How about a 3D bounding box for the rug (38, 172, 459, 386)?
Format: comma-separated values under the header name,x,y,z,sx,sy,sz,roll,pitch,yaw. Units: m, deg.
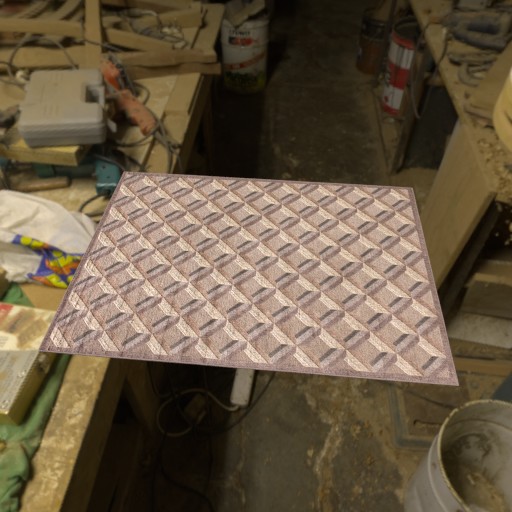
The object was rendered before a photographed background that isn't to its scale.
name,x,y,z,sx,sy,sz,roll,pitch,yaw
rug,0.000,0.000,4.242,3.294,0.018,2.382,4,47,4
